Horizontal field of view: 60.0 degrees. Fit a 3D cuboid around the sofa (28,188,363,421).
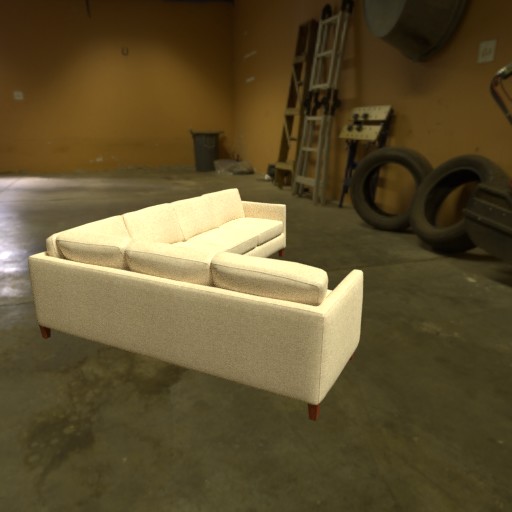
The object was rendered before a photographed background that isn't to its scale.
[{"bbox_3d":[0.000,0.000,4.523,2.593,0.947,3.302,8,18,26],"label":"sofa"}]
